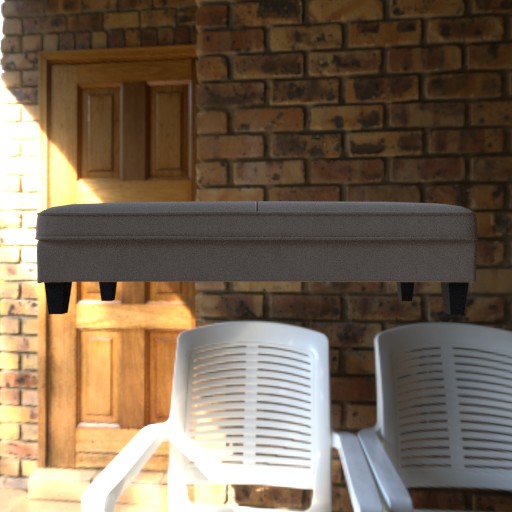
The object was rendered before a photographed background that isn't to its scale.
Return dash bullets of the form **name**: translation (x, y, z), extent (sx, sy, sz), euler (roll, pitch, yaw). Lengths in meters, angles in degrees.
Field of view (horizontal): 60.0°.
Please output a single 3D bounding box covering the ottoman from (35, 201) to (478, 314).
- **ottoman**: translation (0.000, 0.000, 2.042), extent (1.726, 0.460, 0.735), euler (0, -1, 0)
